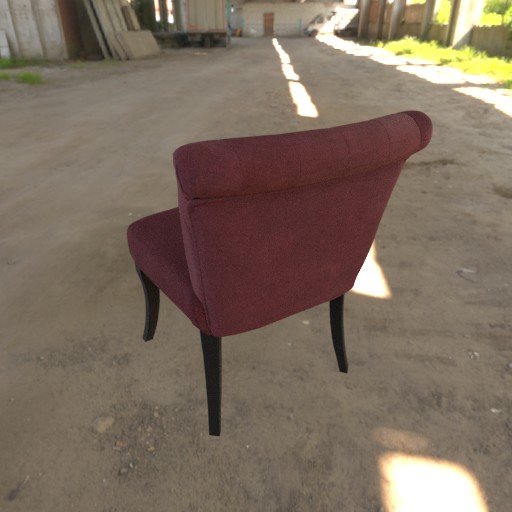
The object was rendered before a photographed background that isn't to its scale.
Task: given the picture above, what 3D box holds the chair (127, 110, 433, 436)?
[{"bbox_3d":[0.000,0.000,1.153,0.582,0.750,0.605,-17,33,-28],"label":"chair"}]
